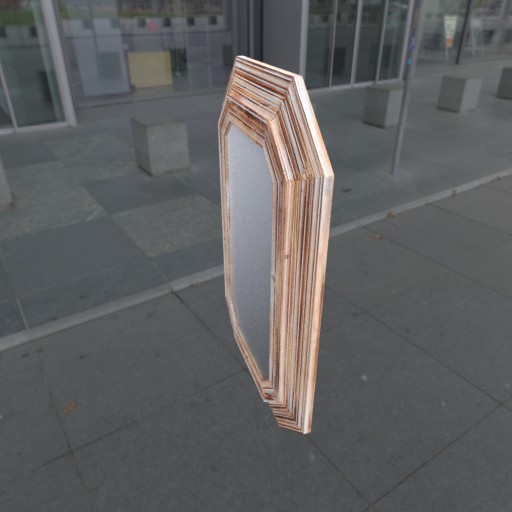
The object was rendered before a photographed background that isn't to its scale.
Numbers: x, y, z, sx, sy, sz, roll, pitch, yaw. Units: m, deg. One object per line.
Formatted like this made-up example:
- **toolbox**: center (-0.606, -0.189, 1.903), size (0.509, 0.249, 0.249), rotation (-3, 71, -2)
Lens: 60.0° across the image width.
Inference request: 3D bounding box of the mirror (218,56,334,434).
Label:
- **mirror**: center (0.000, 0.000, 1.274), size (0.061, 1.015, 0.709), rotation (-10, 31, -16)
